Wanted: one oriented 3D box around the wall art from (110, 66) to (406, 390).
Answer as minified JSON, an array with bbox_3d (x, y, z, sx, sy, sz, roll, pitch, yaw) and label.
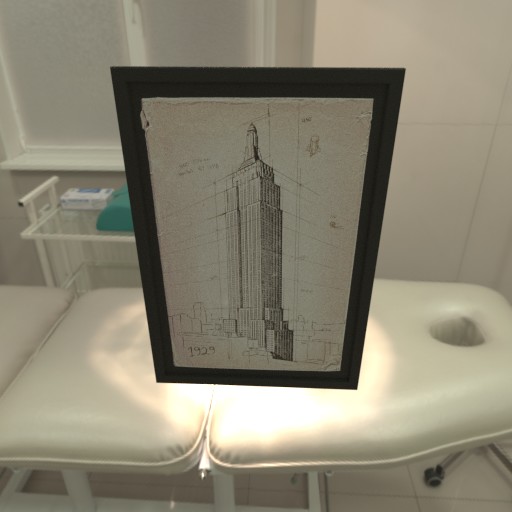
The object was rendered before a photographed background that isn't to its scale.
[{"bbox_3d":[0.000,0.000,0.839,0.451,0.661,0.012,1,29,2],"label":"wall art"}]
